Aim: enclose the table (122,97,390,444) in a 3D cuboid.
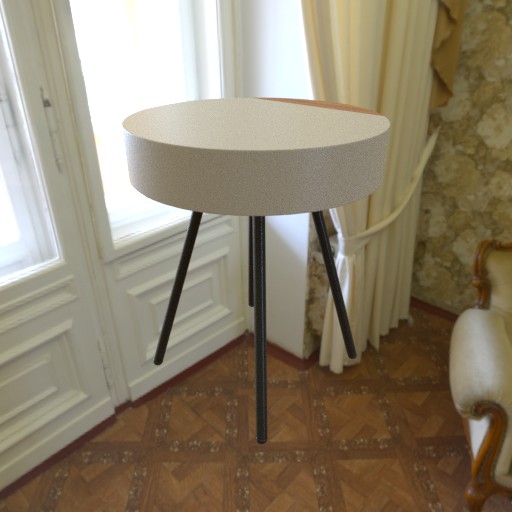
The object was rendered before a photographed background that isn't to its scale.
[{"bbox_3d":[0.000,0.000,0.862,0.450,0.525,0.450,0,28,0],"label":"table"}]
